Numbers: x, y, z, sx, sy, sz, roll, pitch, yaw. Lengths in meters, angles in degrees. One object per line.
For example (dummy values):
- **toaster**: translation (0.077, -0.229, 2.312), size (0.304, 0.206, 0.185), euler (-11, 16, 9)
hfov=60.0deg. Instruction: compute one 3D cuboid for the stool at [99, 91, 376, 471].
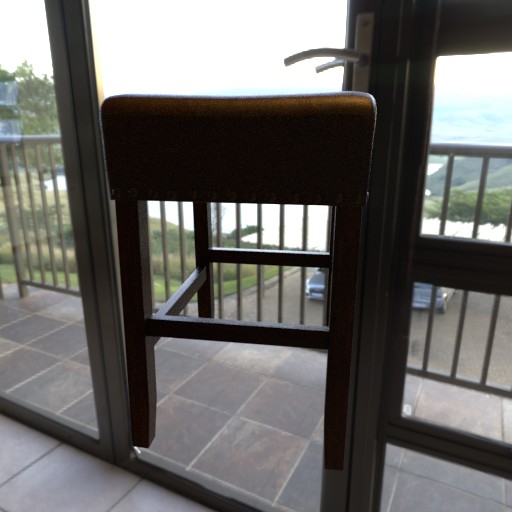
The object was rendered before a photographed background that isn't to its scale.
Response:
- **stool**: translation (0.000, 0.000, 0.908), size (0.397, 0.608, 0.465), euler (3, 17, 9)
